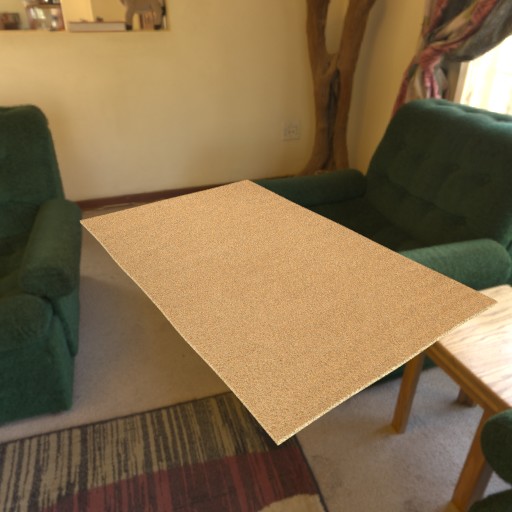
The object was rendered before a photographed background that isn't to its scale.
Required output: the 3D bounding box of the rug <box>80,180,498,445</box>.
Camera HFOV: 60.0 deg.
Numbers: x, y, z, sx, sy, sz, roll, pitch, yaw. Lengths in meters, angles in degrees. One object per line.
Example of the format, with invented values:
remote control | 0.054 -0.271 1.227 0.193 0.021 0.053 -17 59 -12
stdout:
rug | 0.000 0.000 2.821 1.500 0.025 2.346 -20 35 -31
